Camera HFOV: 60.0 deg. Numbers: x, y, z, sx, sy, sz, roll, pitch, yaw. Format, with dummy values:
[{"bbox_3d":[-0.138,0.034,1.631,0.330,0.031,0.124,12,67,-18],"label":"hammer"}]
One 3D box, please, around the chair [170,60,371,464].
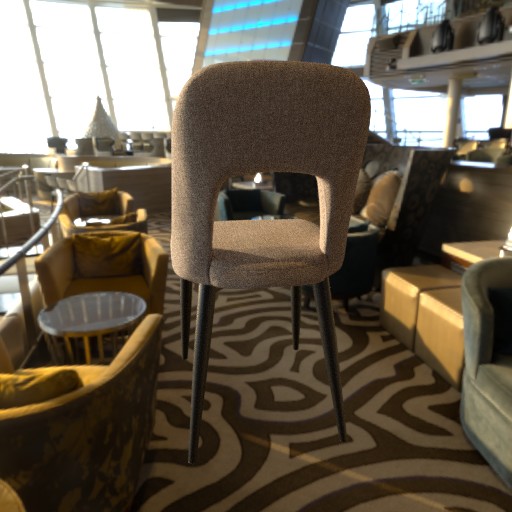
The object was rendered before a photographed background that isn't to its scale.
[{"bbox_3d":[0.000,0.000,1.238,0.470,0.931,0.612,-3,16,-10],"label":"chair"}]
